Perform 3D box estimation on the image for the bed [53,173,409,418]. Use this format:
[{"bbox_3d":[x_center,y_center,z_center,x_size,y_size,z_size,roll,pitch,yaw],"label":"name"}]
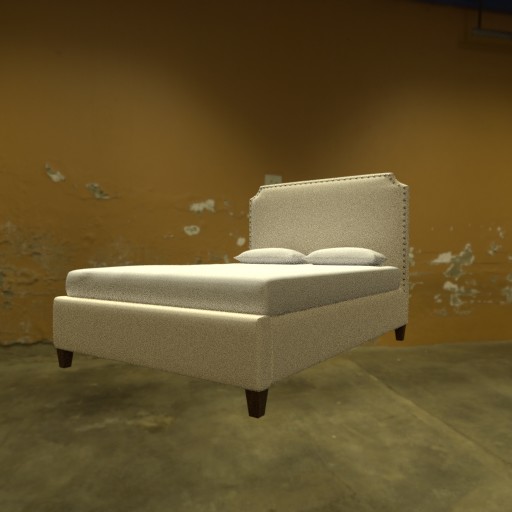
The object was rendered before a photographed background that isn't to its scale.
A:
[{"bbox_3d":[0.000,0.000,3.461,1.712,1.497,2.372,0,0,35],"label":"bed"}]
